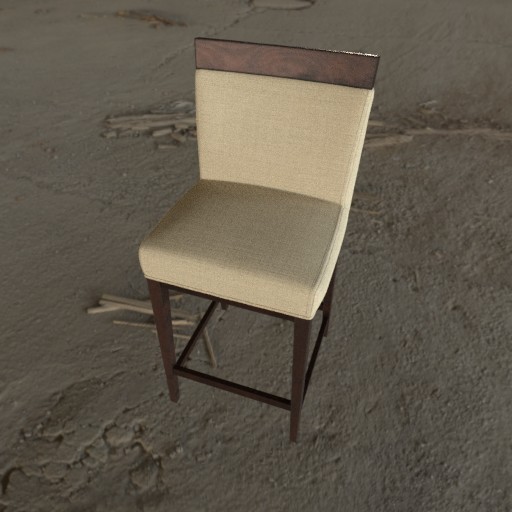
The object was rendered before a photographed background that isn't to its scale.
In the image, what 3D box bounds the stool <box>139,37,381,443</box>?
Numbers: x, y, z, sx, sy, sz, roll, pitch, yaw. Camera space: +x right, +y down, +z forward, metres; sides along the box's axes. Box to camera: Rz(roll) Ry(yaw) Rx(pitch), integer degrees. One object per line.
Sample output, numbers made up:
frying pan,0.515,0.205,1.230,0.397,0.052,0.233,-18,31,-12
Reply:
stool,0.000,0.000,1.381,0.511,1.117,0.531,13,42,15
